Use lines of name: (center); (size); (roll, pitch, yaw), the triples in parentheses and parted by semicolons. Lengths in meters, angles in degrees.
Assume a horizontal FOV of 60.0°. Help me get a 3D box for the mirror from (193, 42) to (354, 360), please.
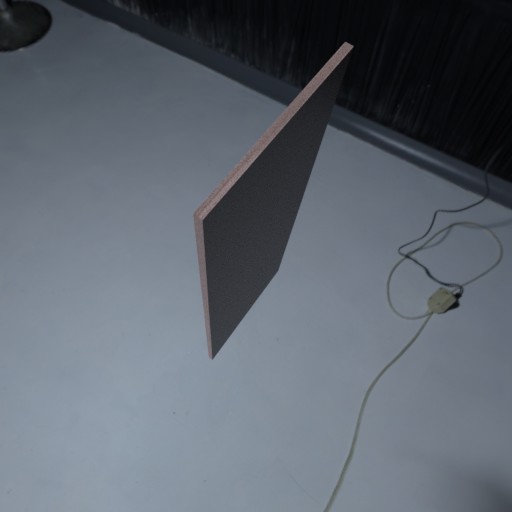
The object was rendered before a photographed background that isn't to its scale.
mirror: (0.000, 0.000, 2.242); (0.221, 2.020, 0.812); (32, 68, 15)
